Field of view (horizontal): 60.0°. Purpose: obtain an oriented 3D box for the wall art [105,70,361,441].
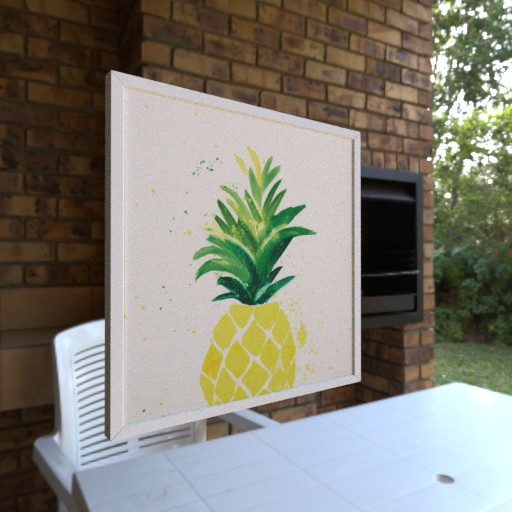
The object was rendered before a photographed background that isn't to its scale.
[{"bbox_3d":[0.000,0.000,1.147,0.763,0.761,0.038,0,0,-36],"label":"wall art"}]
